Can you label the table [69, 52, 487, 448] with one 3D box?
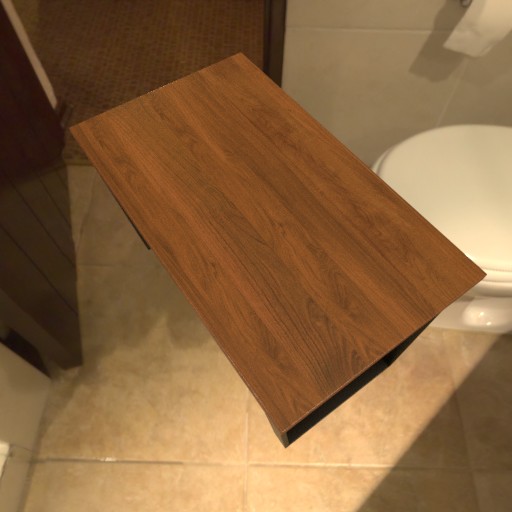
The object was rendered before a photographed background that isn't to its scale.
[{"bbox_3d":[0.000,0.000,1.696,0.714,0.760,1.205,-31,64,-17],"label":"table"}]
